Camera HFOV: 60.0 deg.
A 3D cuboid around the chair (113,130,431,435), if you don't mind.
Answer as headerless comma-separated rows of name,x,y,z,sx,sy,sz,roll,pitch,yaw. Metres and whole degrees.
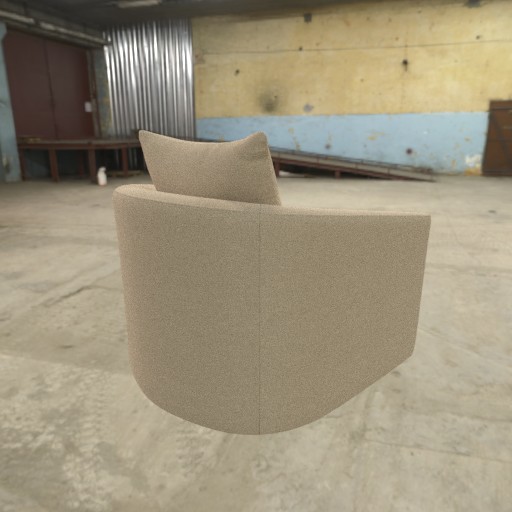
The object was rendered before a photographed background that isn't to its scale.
chair,0.000,0.000,1.555,0.910,0.848,0.845,-15,21,-42
